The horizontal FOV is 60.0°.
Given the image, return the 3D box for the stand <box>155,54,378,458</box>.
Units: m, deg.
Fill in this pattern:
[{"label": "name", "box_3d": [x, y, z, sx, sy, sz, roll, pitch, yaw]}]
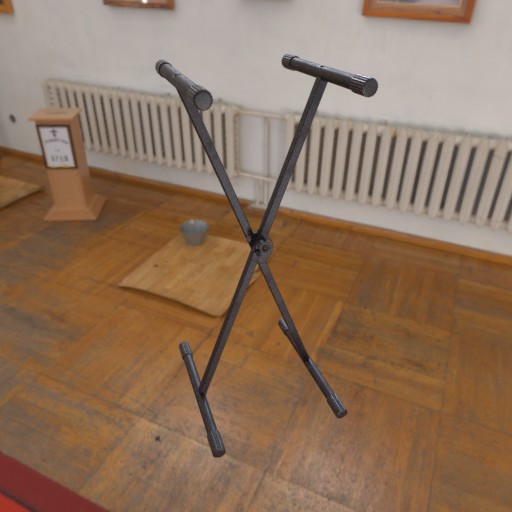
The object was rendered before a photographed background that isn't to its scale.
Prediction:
[{"label": "stand", "box_3d": [0.000, 0.000, 1.189, 0.409, 0.940, 0.449, -11, 33, -17]}]
